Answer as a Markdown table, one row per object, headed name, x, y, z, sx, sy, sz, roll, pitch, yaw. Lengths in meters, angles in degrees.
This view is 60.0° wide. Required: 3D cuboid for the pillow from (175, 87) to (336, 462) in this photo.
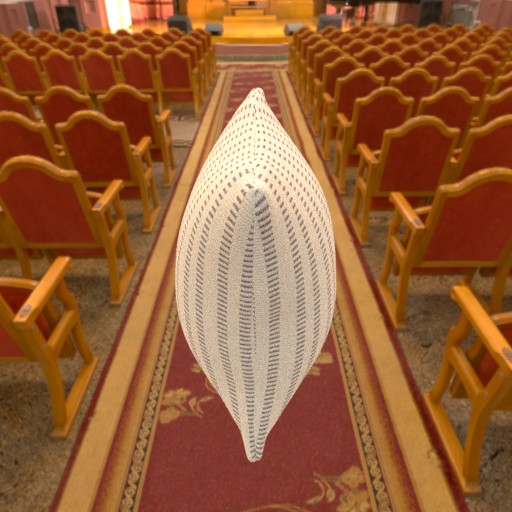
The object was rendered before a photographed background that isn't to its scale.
| name | x | y | z | sx | sy | sz | roll | pitch | yaw |
| --- | --- | --- | --- | --- | --- | --- | --- | --- | --- |
| pillow | 0.000 | 0.000 | 0.695 | 0.247 | 0.419 | 0.438 | 0 | 33 | 0 |
